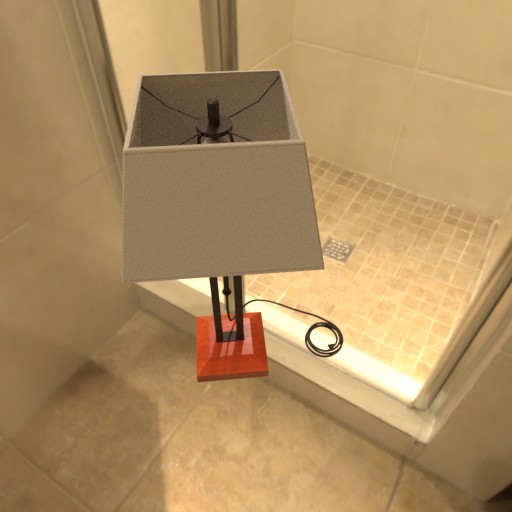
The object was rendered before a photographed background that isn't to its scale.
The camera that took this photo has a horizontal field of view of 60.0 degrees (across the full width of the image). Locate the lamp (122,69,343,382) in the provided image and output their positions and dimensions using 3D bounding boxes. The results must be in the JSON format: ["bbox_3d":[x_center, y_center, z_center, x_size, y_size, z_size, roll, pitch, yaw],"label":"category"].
[{"bbox_3d":[0.000,0.000,0.976,0.498,0.737,0.310,-4,47,-3],"label":"lamp"}]
